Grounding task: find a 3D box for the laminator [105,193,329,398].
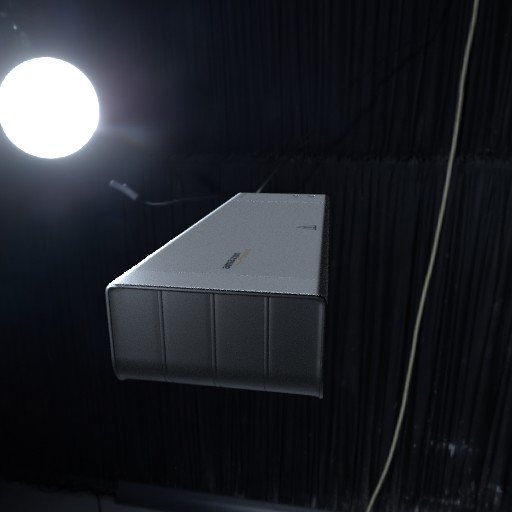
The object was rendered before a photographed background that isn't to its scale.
[{"bbox_3d":[0.000,0.000,0.386,0.123,0.062,0.340,3,16,9],"label":"laminator"}]
